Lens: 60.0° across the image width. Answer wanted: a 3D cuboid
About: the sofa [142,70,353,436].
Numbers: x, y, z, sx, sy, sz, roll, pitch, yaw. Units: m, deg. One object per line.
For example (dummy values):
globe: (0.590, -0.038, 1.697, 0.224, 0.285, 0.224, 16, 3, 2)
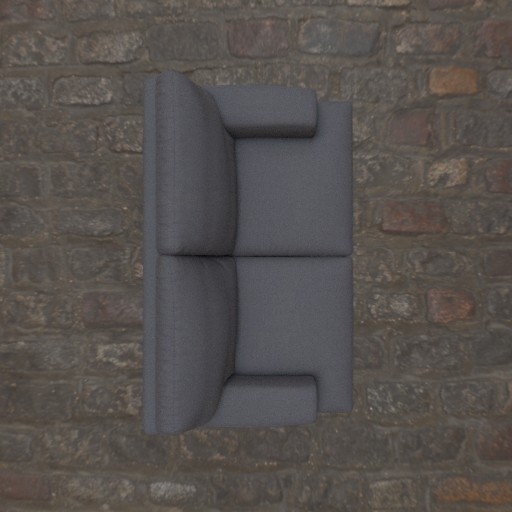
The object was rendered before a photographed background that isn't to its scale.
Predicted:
sofa: (0.000, 0.000, 2.523, 1.143, 0.940, 1.880, 0, 90, 1)
